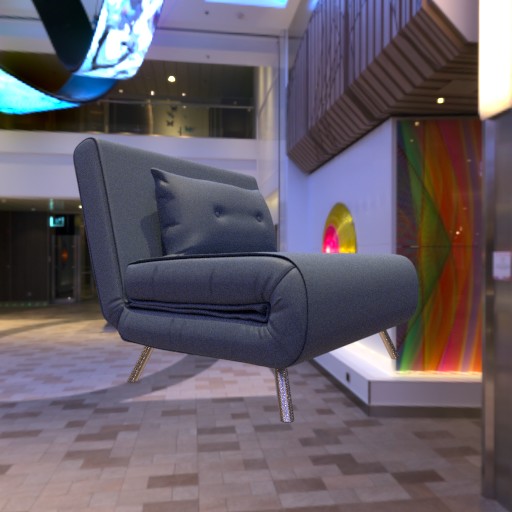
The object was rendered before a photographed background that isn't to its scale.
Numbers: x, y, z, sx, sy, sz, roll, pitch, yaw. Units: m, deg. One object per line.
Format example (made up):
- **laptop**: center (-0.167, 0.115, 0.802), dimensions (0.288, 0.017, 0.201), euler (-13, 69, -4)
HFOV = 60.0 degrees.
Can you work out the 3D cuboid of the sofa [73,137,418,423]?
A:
- **sofa**: center (0.000, 0.000, 1.750), dimensions (0.996, 0.860, 0.999), euler (0, 0, 36)
